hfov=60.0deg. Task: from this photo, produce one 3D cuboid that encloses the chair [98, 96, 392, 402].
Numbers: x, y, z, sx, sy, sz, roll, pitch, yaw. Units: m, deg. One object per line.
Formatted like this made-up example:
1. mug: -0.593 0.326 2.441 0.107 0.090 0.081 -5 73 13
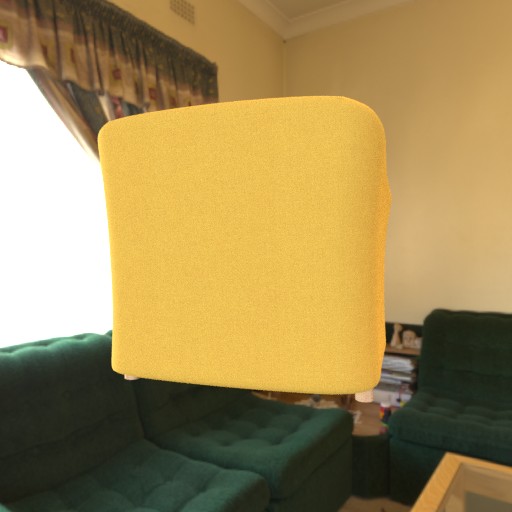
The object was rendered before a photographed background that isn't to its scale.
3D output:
1. chair: 0.000 0.000 1.358 0.790 0.720 0.700 0 0 17
